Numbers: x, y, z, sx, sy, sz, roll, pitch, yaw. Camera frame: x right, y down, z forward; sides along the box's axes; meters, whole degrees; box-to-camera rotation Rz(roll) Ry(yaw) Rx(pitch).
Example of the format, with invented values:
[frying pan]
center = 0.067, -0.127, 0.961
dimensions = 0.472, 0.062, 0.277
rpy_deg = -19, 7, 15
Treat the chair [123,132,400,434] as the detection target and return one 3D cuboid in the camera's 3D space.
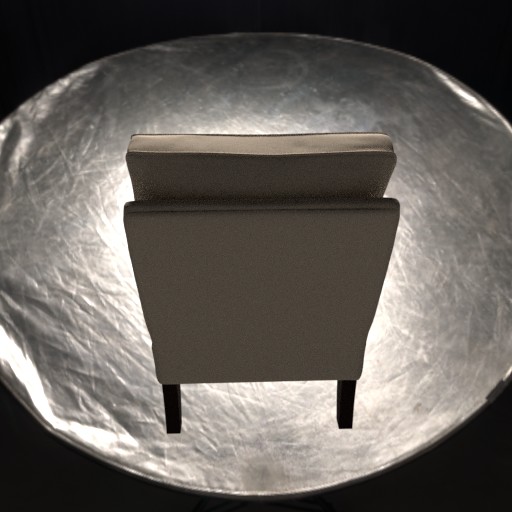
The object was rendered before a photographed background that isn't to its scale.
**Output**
[chair]
center = 0.000, 0.000, 1.421
dimensions = 0.630, 0.887, 0.781
rpy_deg = -1, 30, -2
